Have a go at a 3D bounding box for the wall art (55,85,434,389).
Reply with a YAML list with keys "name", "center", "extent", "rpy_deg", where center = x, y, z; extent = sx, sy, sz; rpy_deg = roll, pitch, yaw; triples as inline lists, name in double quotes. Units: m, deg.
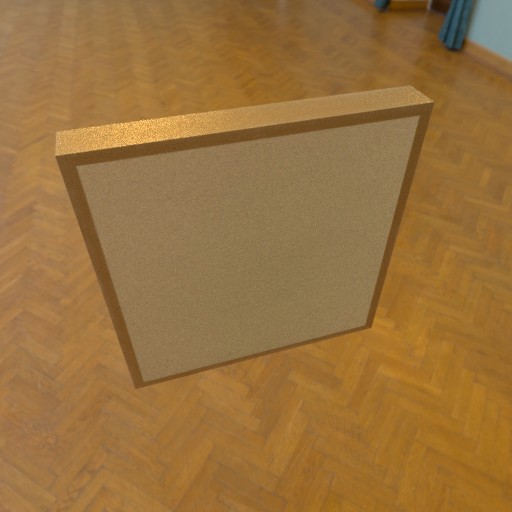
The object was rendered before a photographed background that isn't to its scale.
- name: "wall art"
  center: [0.000, 0.000, 0.459]
  extent: [0.306, 0.305, 0.038]
  rpy_deg: [-12, 44, -13]
